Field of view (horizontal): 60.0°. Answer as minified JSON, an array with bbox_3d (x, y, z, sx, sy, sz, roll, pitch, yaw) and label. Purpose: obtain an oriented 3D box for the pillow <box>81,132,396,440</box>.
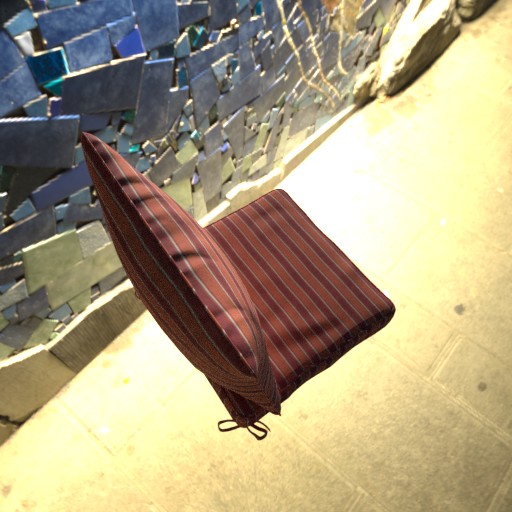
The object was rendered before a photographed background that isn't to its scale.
[{"bbox_3d":[0.000,0.000,1.363,0.733,0.723,0.799,-30,62,-18],"label":"pillow"}]
